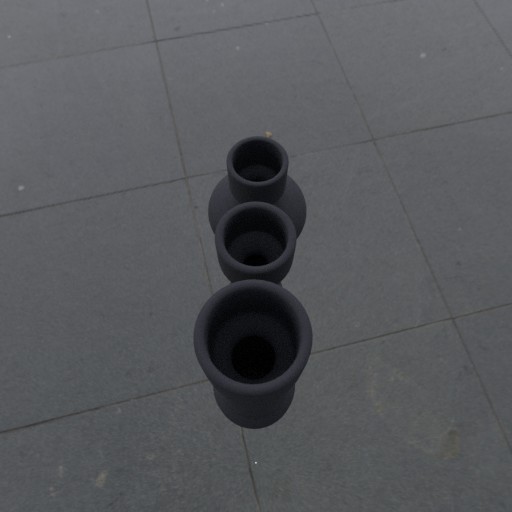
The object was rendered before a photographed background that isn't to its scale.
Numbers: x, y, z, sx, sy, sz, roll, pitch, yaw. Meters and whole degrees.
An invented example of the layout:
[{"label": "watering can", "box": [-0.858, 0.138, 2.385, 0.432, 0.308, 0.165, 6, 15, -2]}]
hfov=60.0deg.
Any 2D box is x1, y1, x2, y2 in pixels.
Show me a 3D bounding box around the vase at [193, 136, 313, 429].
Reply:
[{"label": "vase", "box": [0.000, 0.000, 0.437, 0.120, 0.249, 0.307, 1, 65, 0]}]
